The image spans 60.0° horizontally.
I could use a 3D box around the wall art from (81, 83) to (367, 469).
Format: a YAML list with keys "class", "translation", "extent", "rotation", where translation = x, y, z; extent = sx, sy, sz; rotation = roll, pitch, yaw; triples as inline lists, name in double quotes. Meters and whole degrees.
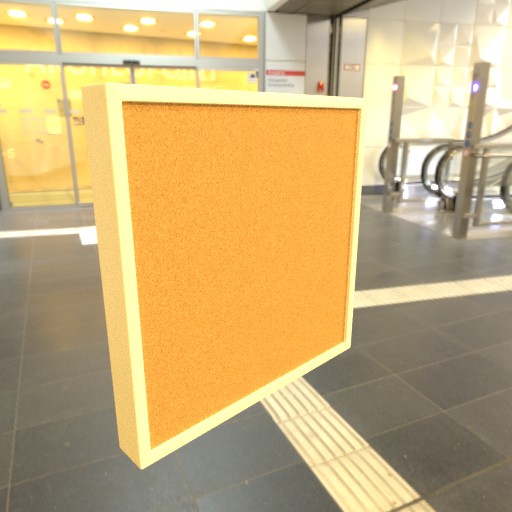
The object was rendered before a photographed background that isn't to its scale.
- class: "wall art"
  translation: [0.000, 0.000, 0.442]
  extent: [0.305, 0.305, 0.038]
  rotation: [-16, 23, -42]
